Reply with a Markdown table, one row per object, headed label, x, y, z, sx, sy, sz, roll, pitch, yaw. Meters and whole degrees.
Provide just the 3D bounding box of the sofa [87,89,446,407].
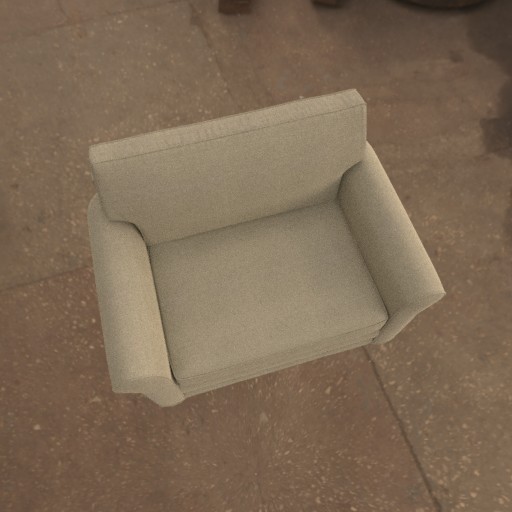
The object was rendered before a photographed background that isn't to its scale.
| label | x | y | z | sx | sy | sz | roll | pitch | yaw |
| --- | --- | --- | --- | --- | --- | --- | --- | --- | --- |
| sofa | 0.000 | 0.000 | 2.052 | 1.405 | 0.991 | 0.936 | -15 | 65 | -7 |
